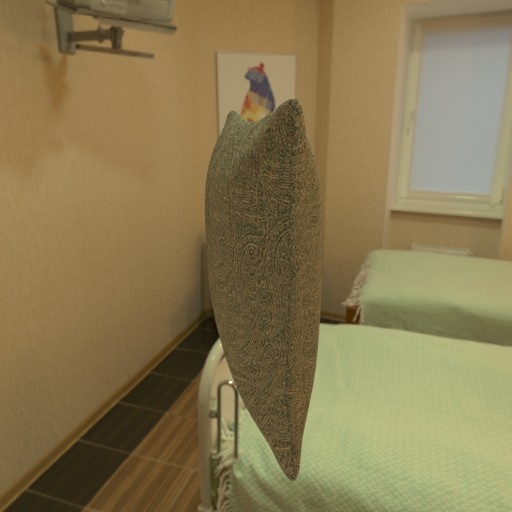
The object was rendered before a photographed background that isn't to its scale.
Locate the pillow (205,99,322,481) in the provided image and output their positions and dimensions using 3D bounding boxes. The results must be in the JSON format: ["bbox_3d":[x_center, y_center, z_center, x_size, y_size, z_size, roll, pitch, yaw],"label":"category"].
[{"bbox_3d":[0.000,0.000,0.791,0.166,0.507,0.526,-3,17,-10],"label":"pillow"}]
